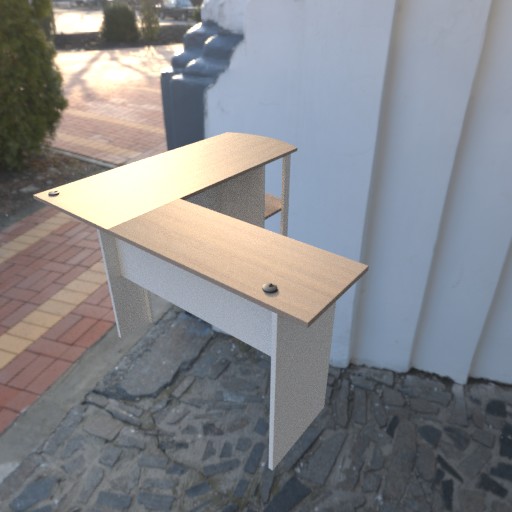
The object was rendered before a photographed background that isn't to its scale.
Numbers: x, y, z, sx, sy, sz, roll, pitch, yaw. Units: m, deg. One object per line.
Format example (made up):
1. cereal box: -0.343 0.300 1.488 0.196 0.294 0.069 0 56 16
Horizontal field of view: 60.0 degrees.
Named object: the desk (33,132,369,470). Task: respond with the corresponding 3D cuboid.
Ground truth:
1. desk: 0.000 0.000 2.124 1.361 0.716 1.303 22 37 32
